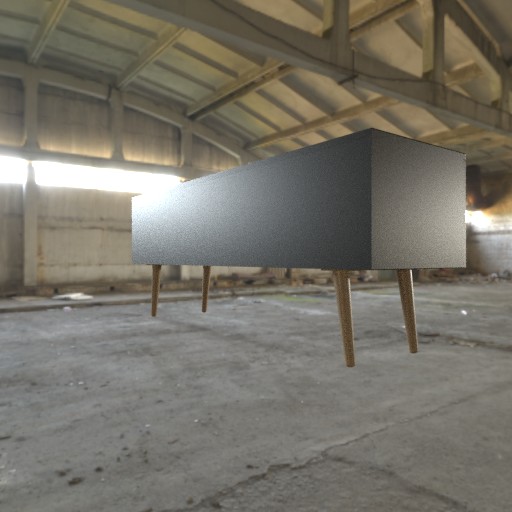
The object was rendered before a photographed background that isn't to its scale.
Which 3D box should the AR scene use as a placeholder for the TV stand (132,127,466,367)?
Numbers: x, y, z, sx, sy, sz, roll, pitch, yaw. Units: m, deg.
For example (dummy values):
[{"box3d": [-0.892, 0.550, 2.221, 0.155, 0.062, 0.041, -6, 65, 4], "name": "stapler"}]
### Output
[{"box3d": [0.000, 0.000, 1.545, 0.390, 0.518, 1.312, 0, 0, -37], "name": "TV stand"}]
